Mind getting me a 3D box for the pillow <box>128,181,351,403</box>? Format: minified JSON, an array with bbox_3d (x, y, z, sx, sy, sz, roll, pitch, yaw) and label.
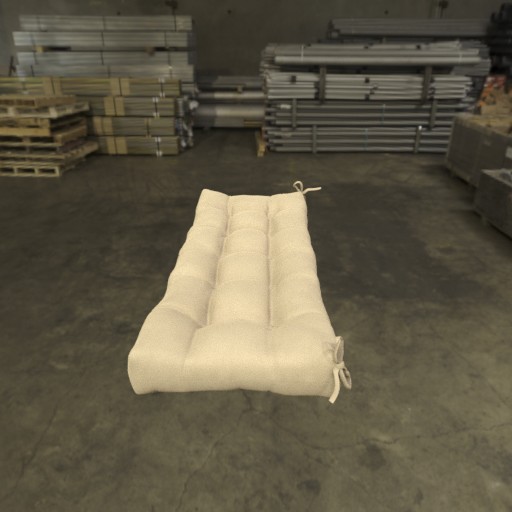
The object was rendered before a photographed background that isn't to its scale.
[{"bbox_3d":[0.000,0.000,1.386,0.511,0.174,1.194,1,26,1],"label":"pillow"}]
